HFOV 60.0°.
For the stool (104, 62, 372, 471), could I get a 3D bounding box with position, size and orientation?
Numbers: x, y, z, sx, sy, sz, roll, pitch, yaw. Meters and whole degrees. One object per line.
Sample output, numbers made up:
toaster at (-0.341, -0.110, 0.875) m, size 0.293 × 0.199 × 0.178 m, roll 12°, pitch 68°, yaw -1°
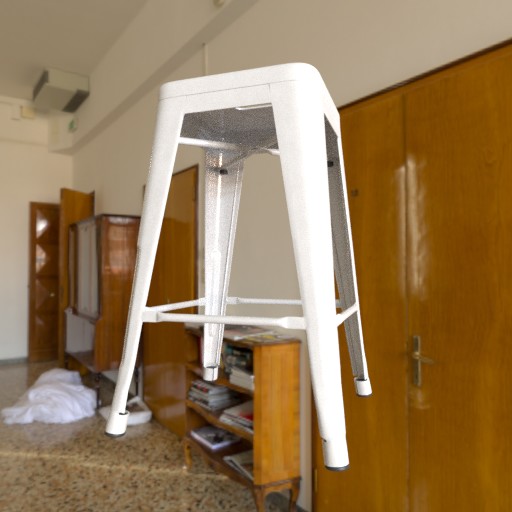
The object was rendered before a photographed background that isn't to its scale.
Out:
stool at (0.000, 0.000, 0.867) m, size 0.406 × 0.610 × 0.406 m, roll 0°, pitch -1°, yaw 19°
